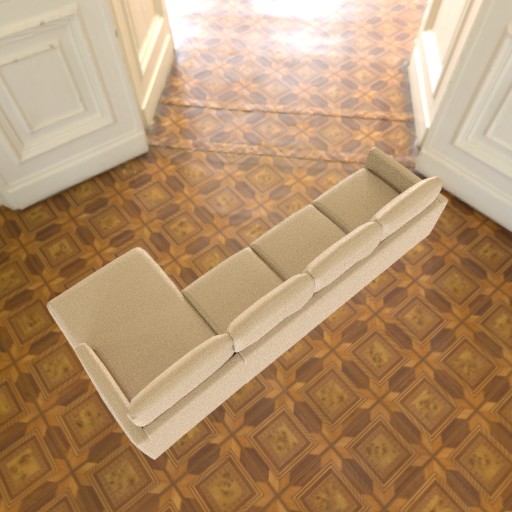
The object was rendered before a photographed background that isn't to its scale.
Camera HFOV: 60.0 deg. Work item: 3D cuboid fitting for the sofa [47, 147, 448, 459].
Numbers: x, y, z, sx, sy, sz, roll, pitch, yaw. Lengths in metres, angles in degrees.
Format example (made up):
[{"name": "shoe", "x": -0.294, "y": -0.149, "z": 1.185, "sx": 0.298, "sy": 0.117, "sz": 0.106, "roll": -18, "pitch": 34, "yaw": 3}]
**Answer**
[{"name": "sofa", "x": 0.000, "y": 0.000, "z": 3.228, "sx": 2.731, "sy": 0.755, "sz": 1.258, "roll": -35, "pitch": 64, "yaw": -20}]
